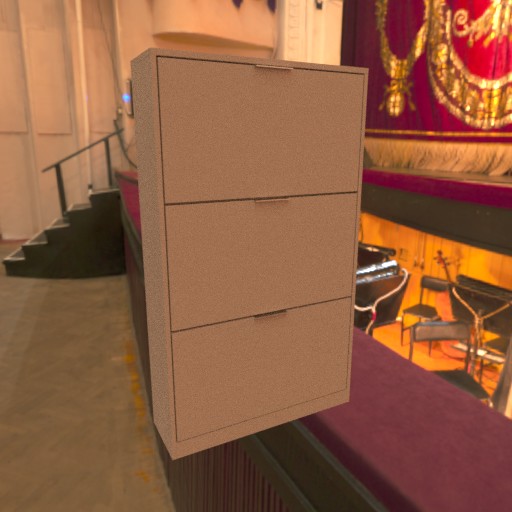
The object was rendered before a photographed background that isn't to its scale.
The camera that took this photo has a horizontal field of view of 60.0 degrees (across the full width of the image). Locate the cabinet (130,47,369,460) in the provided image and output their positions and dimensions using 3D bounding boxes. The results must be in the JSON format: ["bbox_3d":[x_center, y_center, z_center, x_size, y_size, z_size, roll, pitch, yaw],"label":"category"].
[{"bbox_3d":[0.000,0.000,1.595,0.750,1.280,0.250,-7,16,-27],"label":"cabinet"}]
